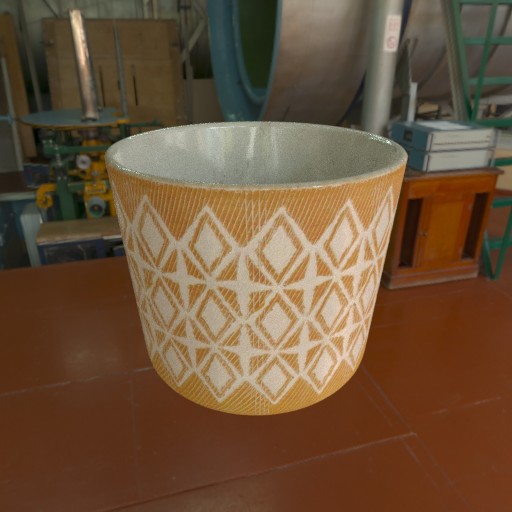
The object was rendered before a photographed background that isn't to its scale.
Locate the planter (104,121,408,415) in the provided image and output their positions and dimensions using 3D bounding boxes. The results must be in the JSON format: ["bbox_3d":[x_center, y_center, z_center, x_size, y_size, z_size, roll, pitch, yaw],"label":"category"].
[{"bbox_3d":[0.000,0.000,0.330,0.193,0.165,0.193,0,26,0],"label":"planter"}]
